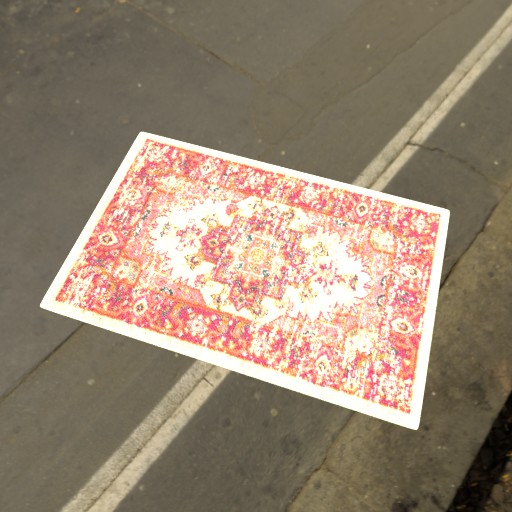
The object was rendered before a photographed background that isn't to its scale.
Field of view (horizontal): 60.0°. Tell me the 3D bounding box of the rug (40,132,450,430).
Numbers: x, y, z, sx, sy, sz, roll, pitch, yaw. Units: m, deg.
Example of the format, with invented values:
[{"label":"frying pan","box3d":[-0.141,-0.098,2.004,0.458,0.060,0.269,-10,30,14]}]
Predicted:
[{"label":"rug","box3d":[0.000,0.000,1.077,0.868,0.004,0.556,16,64,8]}]
